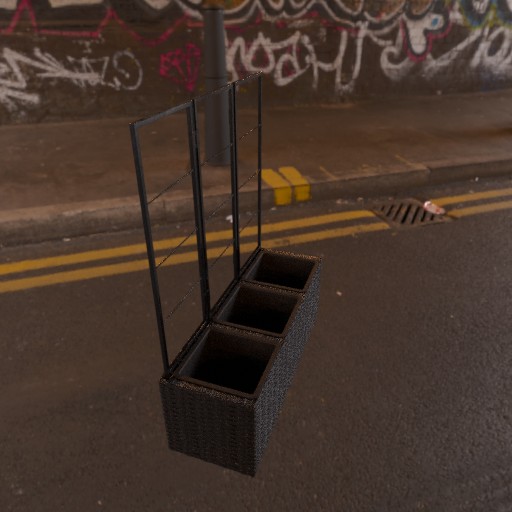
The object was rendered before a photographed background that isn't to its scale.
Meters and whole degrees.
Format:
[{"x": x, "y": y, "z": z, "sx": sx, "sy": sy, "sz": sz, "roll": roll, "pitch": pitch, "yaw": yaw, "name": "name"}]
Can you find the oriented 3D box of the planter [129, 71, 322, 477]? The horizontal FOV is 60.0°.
[{"x": 0.000, "y": 0.000, "z": 1.202, "sx": 0.244, "sy": 0.841, "sz": 0.698, "roll": 10, "pitch": 32, "yaw": 17, "name": "planter"}]
